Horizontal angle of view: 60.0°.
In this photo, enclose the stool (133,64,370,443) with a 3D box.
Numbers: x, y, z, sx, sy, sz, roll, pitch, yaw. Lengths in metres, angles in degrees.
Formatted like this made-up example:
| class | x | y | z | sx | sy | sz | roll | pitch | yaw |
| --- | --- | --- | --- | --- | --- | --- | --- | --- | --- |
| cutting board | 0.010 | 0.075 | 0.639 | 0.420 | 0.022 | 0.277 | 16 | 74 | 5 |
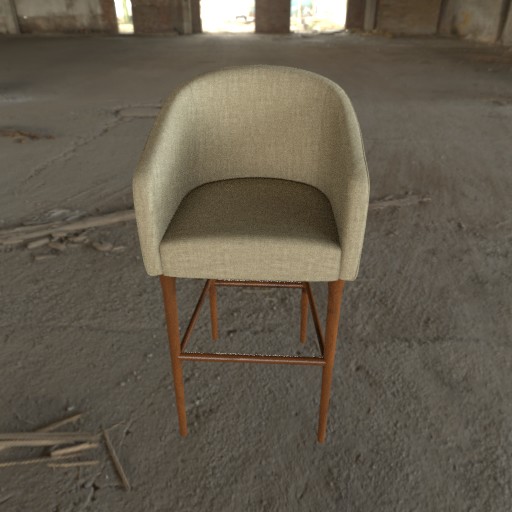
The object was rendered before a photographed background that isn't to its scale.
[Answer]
| class | x | y | z | sx | sy | sz | roll | pitch | yaw |
| --- | --- | --- | --- | --- | --- | --- | --- | --- | --- |
| stool | 0.000 | 0.000 | 1.431 | 0.559 | 1.078 | 0.607 | 1 | 29 | 3 |
